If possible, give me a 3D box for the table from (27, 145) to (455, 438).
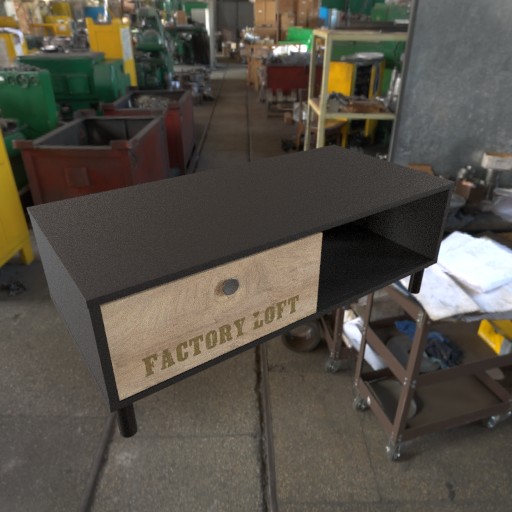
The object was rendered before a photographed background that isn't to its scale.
[{"bbox_3d":[0.000,0.000,1.346,1.100,0.400,0.550,-19,34,-30],"label":"table"}]
